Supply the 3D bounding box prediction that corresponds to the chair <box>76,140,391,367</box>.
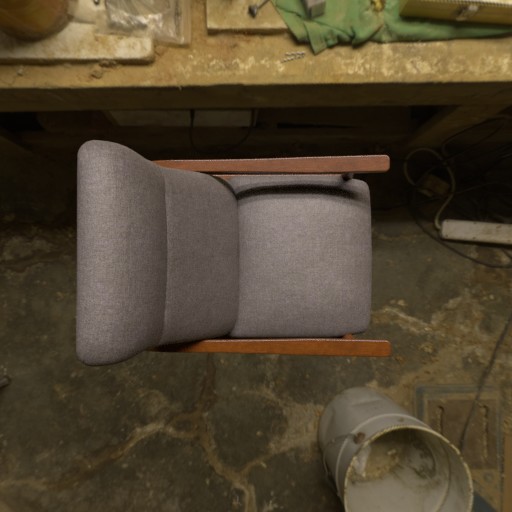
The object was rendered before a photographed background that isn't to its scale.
[{"bbox_3d":[0.000,0.000,1.747,1.014,1.081,0.762,0,89,-1],"label":"chair"}]
